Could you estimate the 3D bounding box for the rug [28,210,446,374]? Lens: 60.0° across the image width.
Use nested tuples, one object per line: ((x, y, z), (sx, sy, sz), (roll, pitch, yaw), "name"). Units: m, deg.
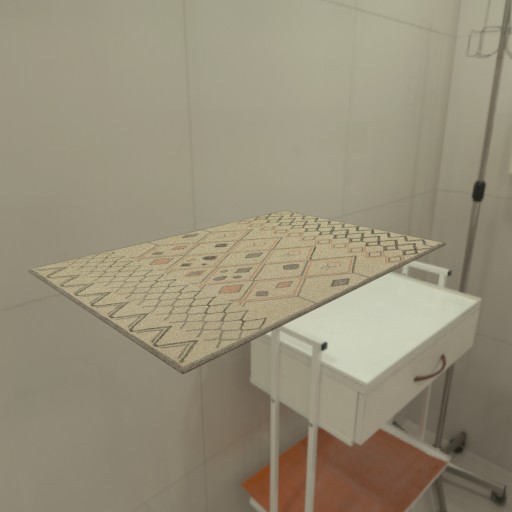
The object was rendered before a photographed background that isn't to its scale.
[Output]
((0.000, 0.000, 2.299), (1.219, 0.016, 1.829), (17, 25, 42), "rug")
